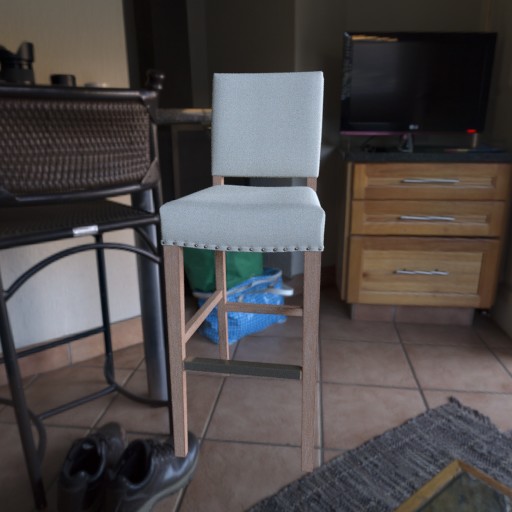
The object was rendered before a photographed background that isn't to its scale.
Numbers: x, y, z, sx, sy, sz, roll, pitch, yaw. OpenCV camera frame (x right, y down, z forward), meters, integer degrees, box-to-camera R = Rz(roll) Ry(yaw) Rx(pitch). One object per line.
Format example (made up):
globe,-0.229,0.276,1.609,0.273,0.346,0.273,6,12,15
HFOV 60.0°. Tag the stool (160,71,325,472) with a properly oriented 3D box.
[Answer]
stool,0.000,0.000,1.415,0.428,1.143,0.546,3,16,9
